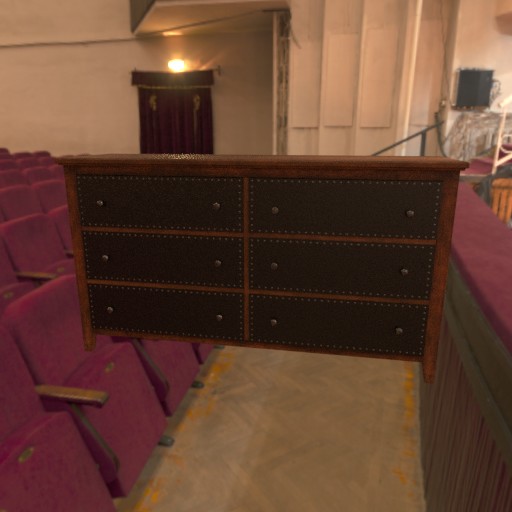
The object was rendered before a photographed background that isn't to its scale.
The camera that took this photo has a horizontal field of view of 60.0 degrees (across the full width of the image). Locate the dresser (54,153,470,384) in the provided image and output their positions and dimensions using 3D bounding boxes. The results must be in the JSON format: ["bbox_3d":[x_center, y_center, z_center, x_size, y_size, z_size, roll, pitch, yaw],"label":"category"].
[{"bbox_3d":[0.000,0.000,1.956,1.551,0.856,0.463,3,16,10],"label":"dresser"}]
